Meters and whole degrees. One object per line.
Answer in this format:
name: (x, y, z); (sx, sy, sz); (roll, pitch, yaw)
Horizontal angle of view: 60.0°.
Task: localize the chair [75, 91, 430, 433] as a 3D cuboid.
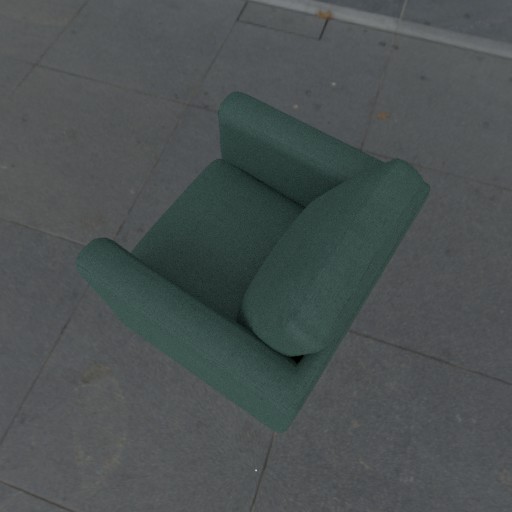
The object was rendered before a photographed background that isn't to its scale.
chair: (0.000, 0.000, 1.562); (0.800, 0.927, 0.855); (31, 68, 14)
